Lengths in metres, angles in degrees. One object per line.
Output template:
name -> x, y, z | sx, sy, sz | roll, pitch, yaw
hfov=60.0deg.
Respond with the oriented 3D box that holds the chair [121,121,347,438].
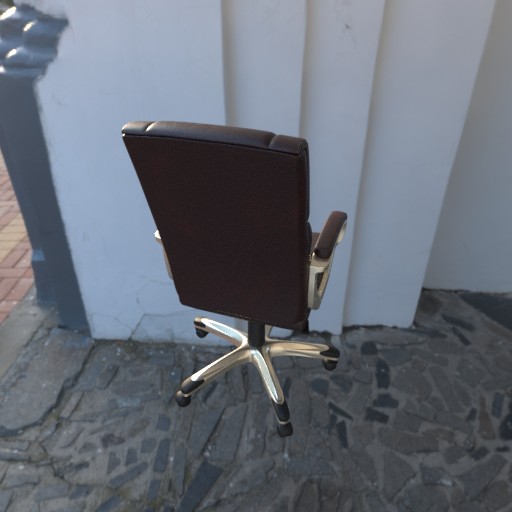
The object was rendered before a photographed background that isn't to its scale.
chair -> 0.000, 0.000, 1.581 | 0.662, 1.107, 0.739 | 10, 34, 16
